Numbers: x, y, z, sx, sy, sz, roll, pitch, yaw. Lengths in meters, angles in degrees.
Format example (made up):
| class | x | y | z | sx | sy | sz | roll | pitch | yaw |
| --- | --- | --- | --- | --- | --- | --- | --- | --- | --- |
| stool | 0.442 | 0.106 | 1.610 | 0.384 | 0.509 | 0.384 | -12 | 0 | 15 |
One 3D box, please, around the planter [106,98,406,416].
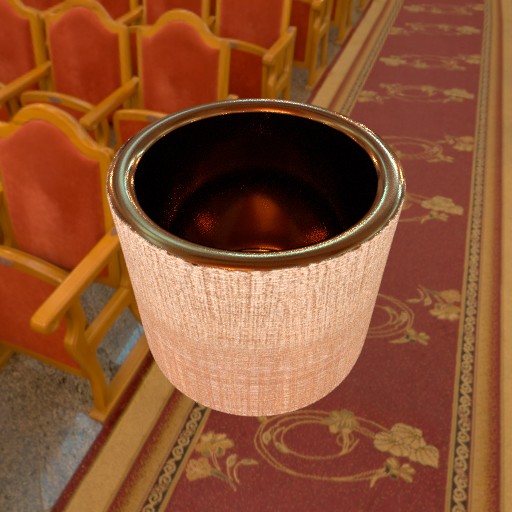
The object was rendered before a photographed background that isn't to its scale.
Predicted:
| class | x | y | z | sx | sy | sz | roll | pitch | yaw |
| --- | --- | --- | --- | --- | --- | --- | --- | --- | --- |
| planter | 0.000 | 0.000 | 0.319 | 0.177 | 0.157 | 0.177 | 0 | 45 | 0 |
